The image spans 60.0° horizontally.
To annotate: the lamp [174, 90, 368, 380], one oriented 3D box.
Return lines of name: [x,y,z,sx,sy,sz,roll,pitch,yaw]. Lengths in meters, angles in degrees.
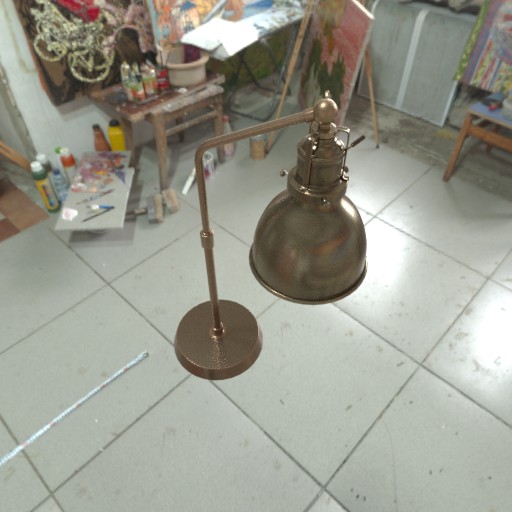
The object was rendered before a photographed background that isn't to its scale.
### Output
lamp: [0.000,0.000,0.587,0.286,0.456,0.153,11,48,10]
